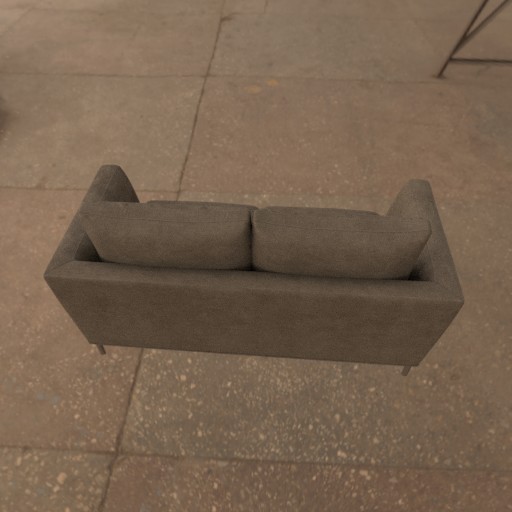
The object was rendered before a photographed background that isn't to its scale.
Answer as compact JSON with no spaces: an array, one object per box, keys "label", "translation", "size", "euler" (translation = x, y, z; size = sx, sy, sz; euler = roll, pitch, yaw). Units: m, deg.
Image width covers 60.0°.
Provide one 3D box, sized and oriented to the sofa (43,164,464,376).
[{"label":"sofa","translation":[0.000,0.000,2.349],"size":[1.832,1.013,0.855],"euler":[3,47,3]}]
